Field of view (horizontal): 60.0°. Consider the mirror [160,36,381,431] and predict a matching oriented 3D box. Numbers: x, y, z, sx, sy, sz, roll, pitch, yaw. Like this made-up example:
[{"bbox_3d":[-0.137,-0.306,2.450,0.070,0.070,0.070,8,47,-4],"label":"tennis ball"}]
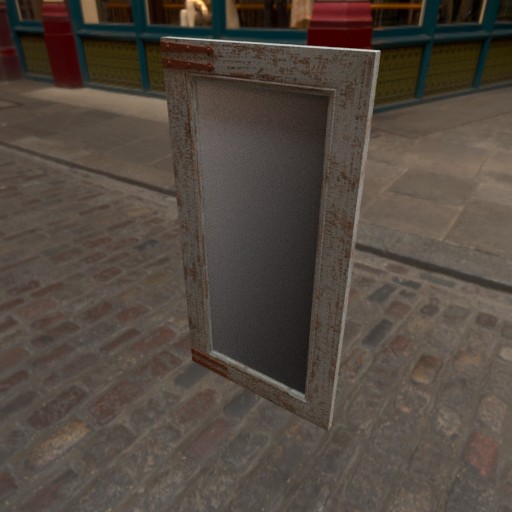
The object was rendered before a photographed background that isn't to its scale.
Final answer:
[{"bbox_3d":[0.000,0.000,1.062,0.472,0.922,0.027,19,36,28],"label":"mirror"}]
